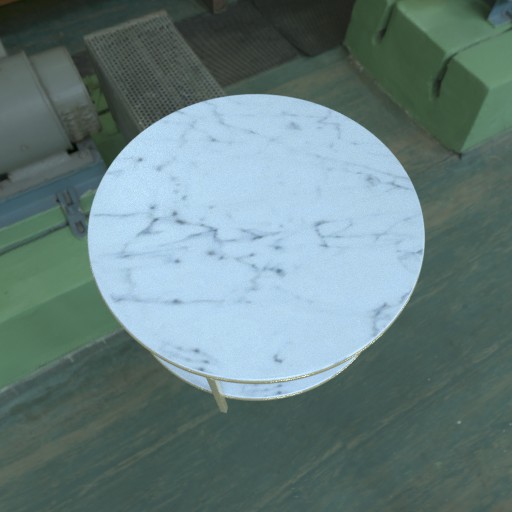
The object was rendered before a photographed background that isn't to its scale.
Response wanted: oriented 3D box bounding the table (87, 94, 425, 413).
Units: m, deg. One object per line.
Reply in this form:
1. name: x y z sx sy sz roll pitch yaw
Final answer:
1. table: 0.000 0.000 1.258 0.800 0.450 0.800 0 62 0
